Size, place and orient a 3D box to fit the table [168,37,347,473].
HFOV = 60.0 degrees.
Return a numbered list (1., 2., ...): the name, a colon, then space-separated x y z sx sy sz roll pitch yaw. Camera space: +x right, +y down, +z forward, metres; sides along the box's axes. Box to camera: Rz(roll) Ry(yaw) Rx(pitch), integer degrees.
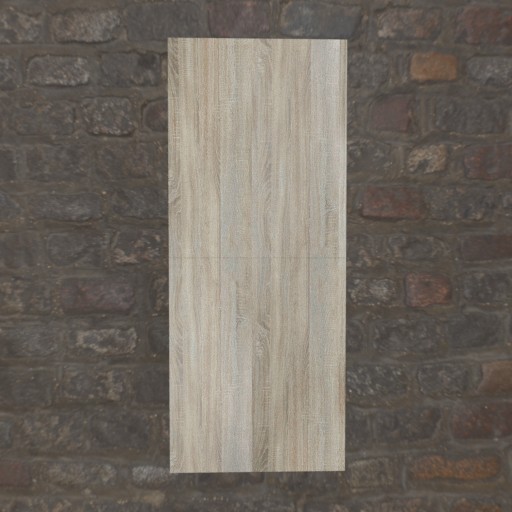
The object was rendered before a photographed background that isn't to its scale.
1. table: 0.000 0.000 2.645 0.900 0.790 2.200 0 92 -1
